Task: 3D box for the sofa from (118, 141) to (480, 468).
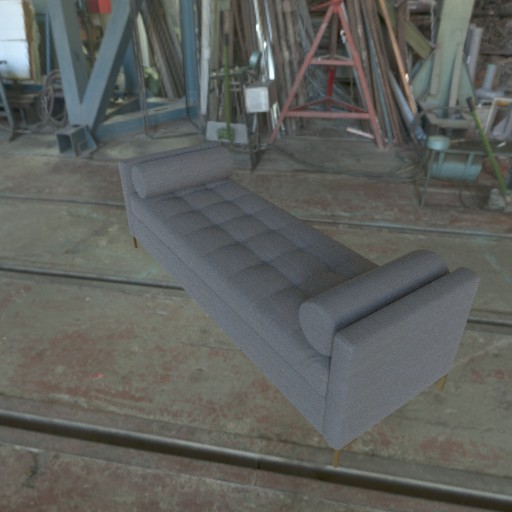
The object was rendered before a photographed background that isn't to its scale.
[{"bbox_3d":[0.000,0.000,2.332,0.686,0.635,1.981,-20,37,-29],"label":"sofa"}]
